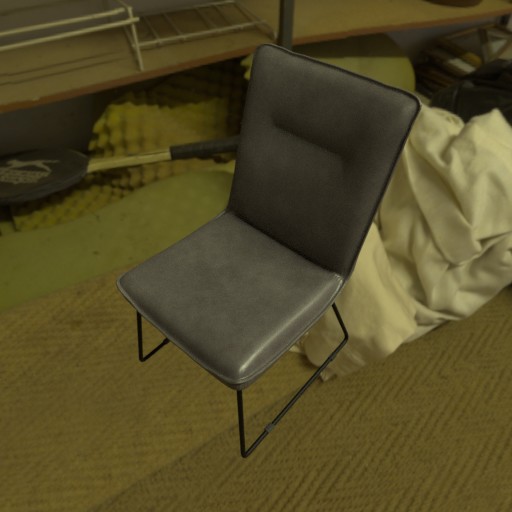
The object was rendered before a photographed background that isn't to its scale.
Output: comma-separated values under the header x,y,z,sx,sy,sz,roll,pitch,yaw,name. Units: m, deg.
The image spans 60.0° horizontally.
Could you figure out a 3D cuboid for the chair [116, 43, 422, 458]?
x,y,z,sx,sy,sz,roll,pitch,yaw,name
0.000,0.000,1.311,0.515,0.932,0.688,33,54,27,chair
